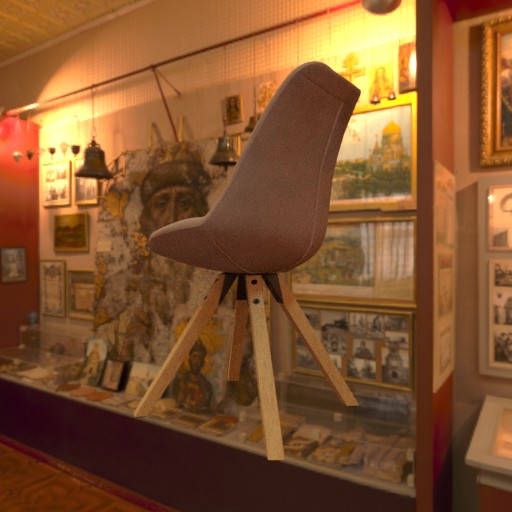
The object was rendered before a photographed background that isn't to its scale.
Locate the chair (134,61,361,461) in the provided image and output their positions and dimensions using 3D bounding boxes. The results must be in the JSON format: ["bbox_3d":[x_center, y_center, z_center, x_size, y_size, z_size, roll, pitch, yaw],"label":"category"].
[{"bbox_3d":[0.000,0.000,1.199,0.550,0.850,0.485,0,1,35],"label":"chair"}]
